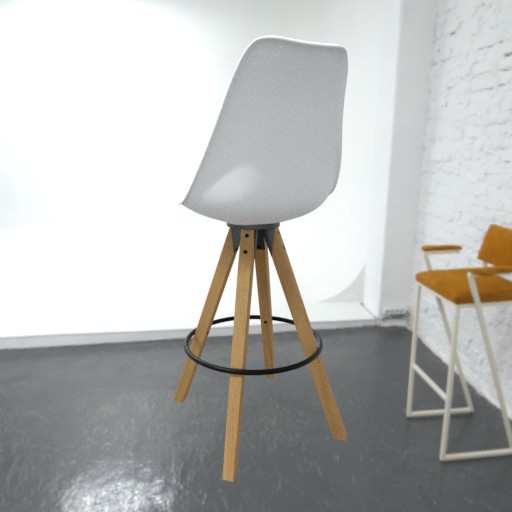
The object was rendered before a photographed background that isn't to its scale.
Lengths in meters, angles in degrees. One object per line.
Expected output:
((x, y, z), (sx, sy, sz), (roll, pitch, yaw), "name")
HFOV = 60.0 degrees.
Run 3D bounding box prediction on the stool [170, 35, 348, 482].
((0.000, 0.000, 1.356), (0.482, 1.115, 0.549), (-7, 14, -27), "stool")
